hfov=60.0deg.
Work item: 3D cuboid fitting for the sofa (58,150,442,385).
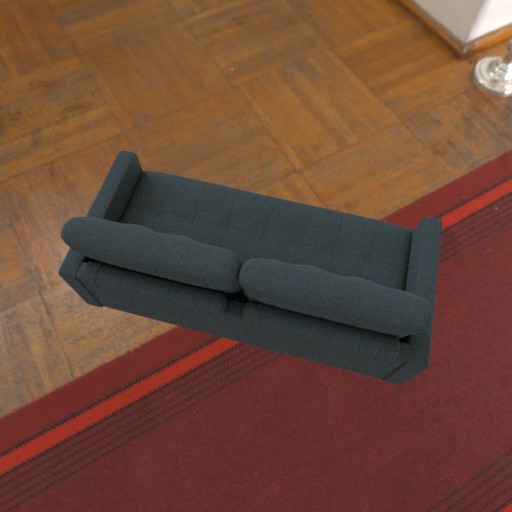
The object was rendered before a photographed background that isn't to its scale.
[{"bbox_3d":[0.000,0.000,2.610,2.010,1.050,0.966,13,65,6],"label":"sofa"}]
